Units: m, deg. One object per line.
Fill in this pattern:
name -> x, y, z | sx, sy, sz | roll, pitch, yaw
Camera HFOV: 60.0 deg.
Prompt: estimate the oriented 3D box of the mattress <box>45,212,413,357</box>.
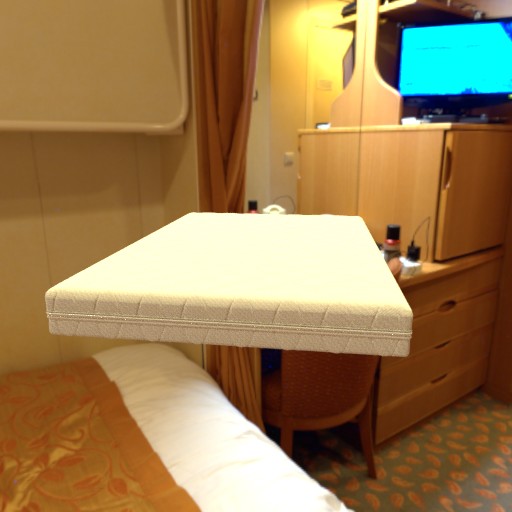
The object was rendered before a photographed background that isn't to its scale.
mattress -> 0.000, 0.000, 2.607 | 1.400, 0.200, 2.000 | 2, 15, 8
